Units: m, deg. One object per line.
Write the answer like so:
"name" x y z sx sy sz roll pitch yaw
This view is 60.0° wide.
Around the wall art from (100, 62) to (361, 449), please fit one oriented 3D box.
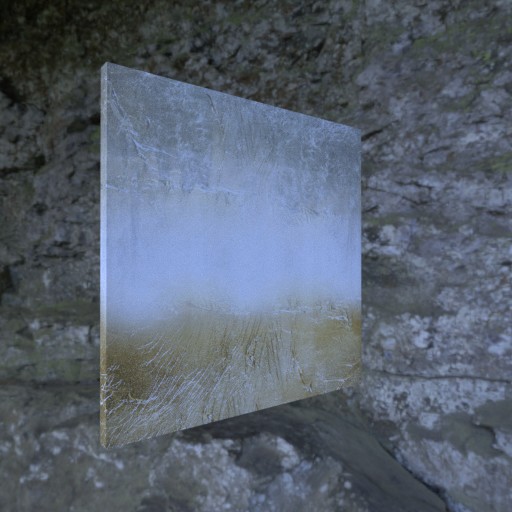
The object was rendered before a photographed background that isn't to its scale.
"wall art" 0.000 0.000 1.595 1.092 1.091 0.051 0 0 -37
